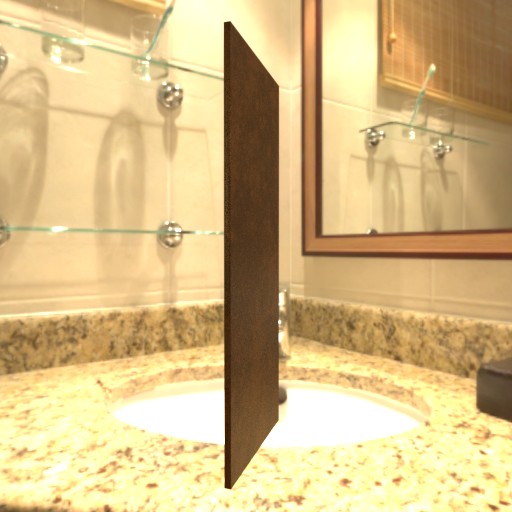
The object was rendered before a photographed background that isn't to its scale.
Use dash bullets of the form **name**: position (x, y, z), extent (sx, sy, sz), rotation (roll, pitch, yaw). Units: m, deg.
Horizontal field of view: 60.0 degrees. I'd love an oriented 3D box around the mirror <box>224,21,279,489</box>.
- **mirror**: position (0.000, 0.000, 2.312), extent (0.032, 2.031, 0.812), rotation (0, 1, 18)
